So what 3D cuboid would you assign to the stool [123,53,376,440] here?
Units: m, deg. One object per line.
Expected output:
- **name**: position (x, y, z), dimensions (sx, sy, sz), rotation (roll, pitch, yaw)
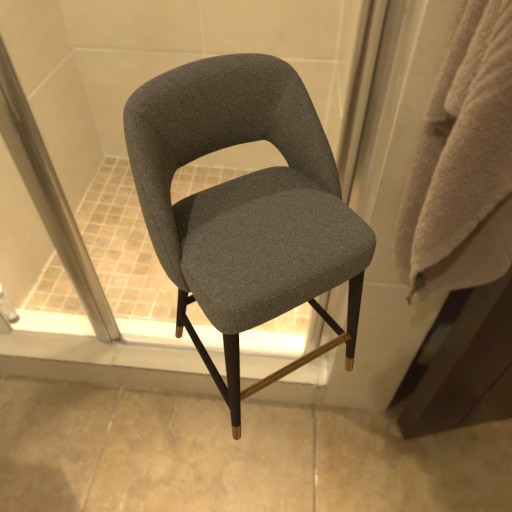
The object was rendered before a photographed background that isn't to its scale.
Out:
- **stool**: position (0.000, 0.000, 1.247), dimensions (0.536, 0.925, 0.524), rotation (-24, 51, -21)
